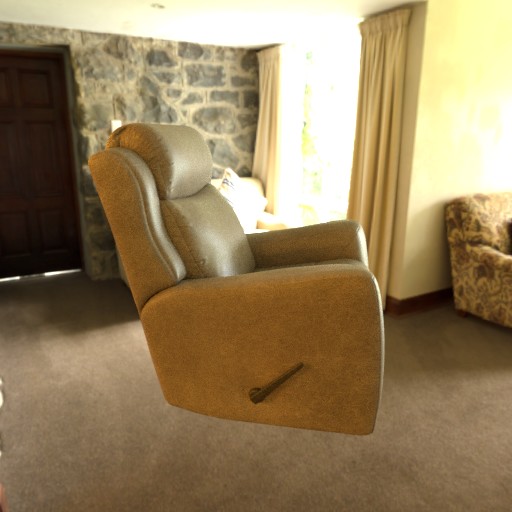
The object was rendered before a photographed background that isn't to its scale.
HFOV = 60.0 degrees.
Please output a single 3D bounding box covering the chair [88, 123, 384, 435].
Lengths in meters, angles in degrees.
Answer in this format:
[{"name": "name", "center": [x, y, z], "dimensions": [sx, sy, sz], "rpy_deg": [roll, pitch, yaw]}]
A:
[{"name": "chair", "center": [0.000, 0.000, 1.952], "dimensions": [1.068, 1.116, 0.967], "rpy_deg": [3, 16, 10]}]
